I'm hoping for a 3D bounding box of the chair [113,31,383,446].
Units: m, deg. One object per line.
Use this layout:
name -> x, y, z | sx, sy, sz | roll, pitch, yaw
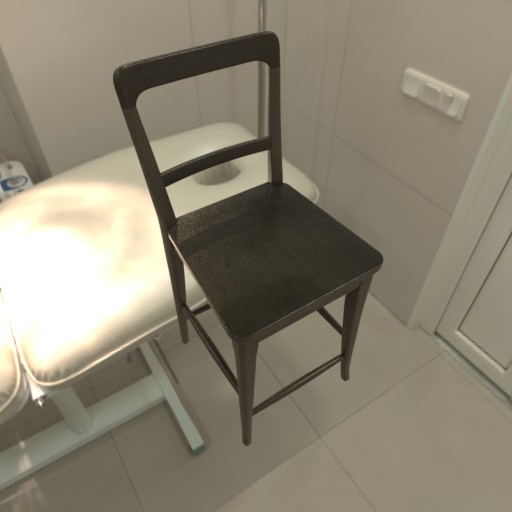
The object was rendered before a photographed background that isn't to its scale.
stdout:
chair -> 0.000, 0.000, 1.253 | 0.450, 0.991, 0.546 | -25, 51, -22
